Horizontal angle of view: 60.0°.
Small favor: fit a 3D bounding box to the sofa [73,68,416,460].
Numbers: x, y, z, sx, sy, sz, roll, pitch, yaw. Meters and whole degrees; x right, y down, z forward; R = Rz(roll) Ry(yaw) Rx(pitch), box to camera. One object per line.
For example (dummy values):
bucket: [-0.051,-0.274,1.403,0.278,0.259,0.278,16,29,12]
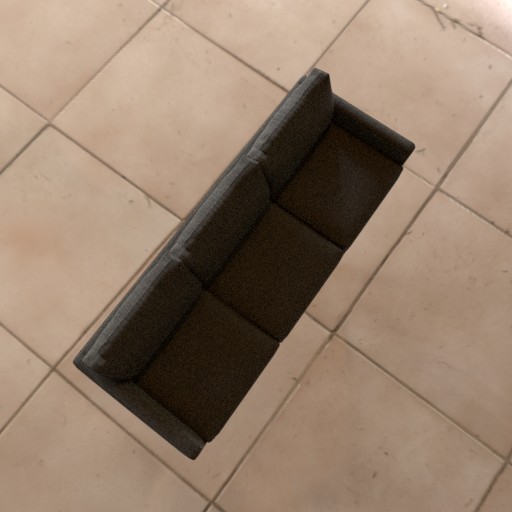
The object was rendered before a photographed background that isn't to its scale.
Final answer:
sofa: [0.000,0.000,2.731,0.876,0.879,2.253,35,79,8]
